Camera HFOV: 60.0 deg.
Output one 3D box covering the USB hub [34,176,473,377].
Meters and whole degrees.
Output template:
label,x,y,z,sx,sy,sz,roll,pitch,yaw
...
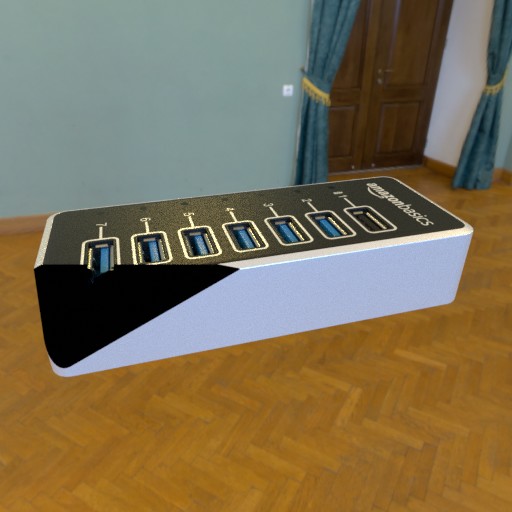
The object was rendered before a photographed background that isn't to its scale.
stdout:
label,x,y,z,sx,sy,sz,roll,pitch,yaw
USB hub,0.000,0.000,0.126,0.110,0.023,0.044,-8,31,-14
